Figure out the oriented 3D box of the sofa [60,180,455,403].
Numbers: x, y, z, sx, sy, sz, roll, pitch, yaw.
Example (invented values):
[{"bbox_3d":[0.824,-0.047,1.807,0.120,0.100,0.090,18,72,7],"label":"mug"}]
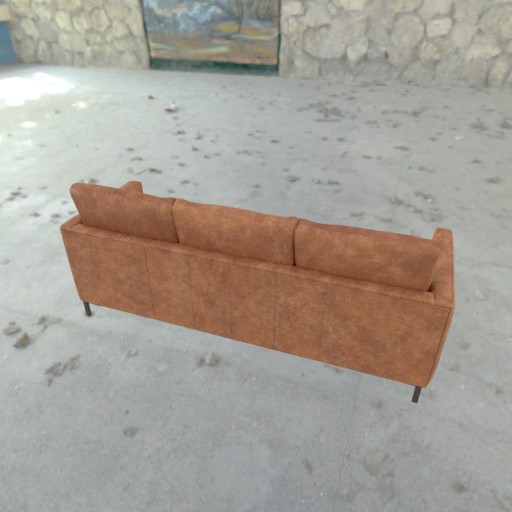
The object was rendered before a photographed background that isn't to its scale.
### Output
[{"bbox_3d":[0.000,0.000,2.493,2.029,0.863,0.748,11,34,17],"label":"sofa"}]
